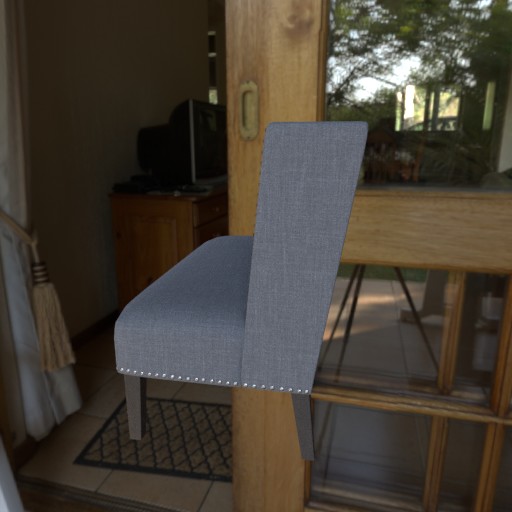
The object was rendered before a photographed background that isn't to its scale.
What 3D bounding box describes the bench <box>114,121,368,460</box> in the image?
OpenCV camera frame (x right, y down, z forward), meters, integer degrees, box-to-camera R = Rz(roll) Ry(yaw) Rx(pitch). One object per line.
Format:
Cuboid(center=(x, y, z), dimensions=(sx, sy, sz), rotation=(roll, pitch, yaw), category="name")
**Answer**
Cuboid(center=(0.000, 0.000, 2.016), dimensions=(0.842, 1.121, 1.276), rotation=(3, 15, 10), category="bench")
